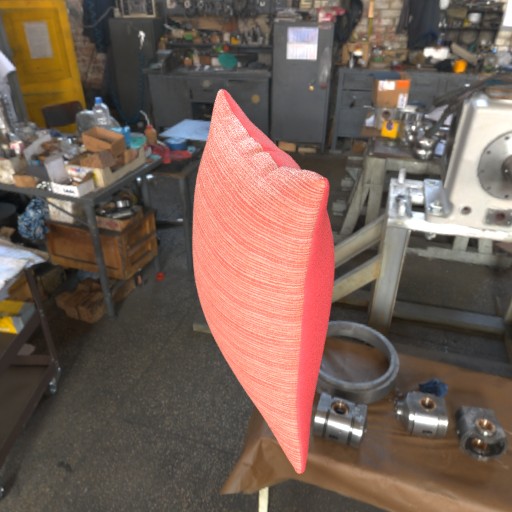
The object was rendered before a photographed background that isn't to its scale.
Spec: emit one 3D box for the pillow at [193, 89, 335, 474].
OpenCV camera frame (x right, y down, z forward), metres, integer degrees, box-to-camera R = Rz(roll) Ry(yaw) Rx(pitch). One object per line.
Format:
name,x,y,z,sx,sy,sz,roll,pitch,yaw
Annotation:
pillow,0.000,0.000,0.813,0.229,0.501,0.559,-8,32,-13
